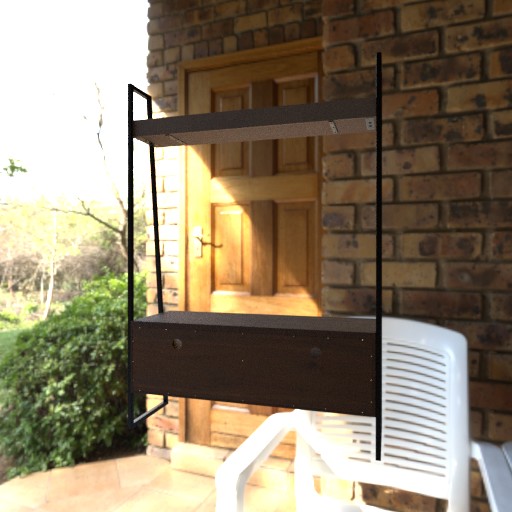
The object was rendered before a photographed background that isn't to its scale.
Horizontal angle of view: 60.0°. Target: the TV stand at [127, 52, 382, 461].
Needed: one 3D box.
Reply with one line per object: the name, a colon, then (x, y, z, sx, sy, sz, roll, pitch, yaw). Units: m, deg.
TV stand: (0.000, 0.000, 2.289, 1.250, 1.772, 0.432, 0, 0, 17)
